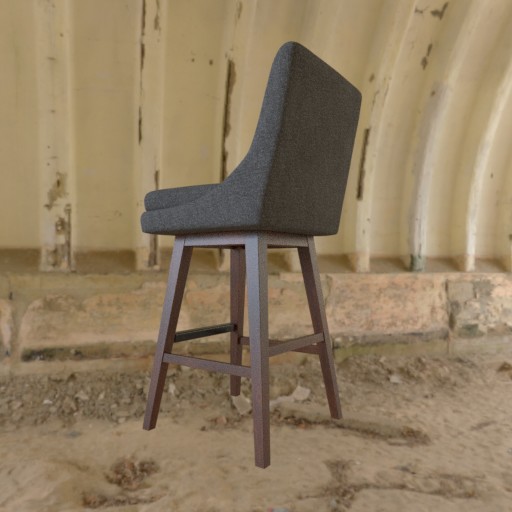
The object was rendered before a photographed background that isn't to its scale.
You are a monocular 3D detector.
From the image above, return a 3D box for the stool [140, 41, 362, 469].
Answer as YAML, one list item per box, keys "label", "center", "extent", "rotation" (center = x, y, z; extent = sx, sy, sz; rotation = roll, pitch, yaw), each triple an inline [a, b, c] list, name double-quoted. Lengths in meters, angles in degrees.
- label: "stool"
  center: [0.000, 0.000, 1.410]
  extent: [0.572, 1.068, 0.489]
  rotation: [-1, -1, 36]
